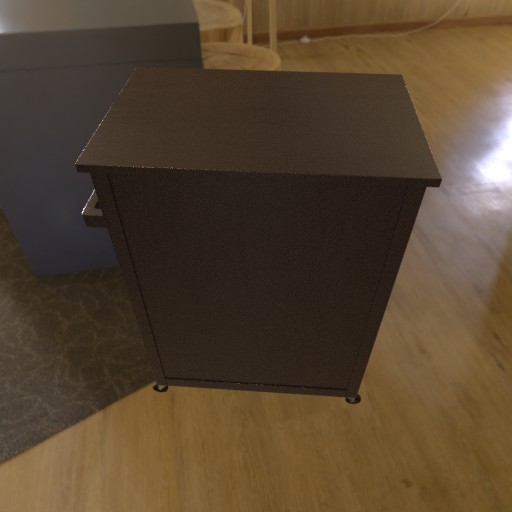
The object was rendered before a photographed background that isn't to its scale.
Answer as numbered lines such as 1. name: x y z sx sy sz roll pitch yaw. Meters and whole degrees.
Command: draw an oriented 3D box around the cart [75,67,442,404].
1. cart: 0.000 0.000 1.260 0.690 0.878 0.449 3 45 3
